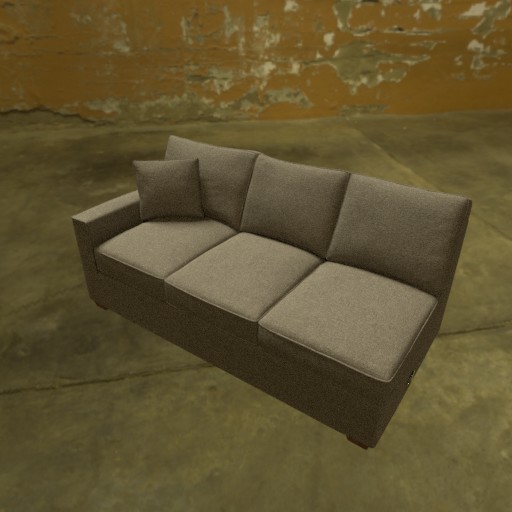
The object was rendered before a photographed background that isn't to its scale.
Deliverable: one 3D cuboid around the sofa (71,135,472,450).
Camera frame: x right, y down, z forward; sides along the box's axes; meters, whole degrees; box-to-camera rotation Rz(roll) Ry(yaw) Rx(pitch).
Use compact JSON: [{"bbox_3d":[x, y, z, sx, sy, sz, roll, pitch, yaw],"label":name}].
[{"bbox_3d":[0.000,0.000,2.505,1.963,0.946,1.034,19,35,30],"label":"sofa"}]
